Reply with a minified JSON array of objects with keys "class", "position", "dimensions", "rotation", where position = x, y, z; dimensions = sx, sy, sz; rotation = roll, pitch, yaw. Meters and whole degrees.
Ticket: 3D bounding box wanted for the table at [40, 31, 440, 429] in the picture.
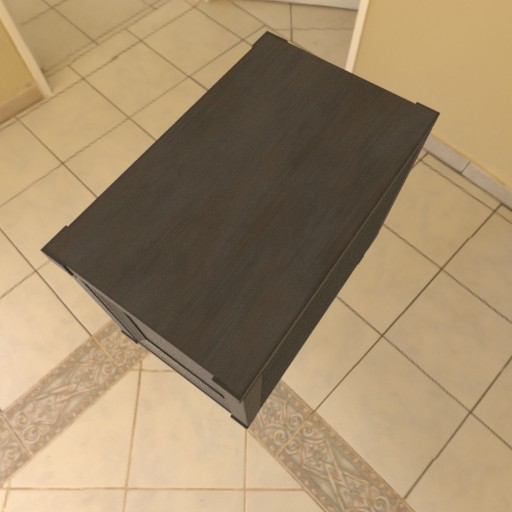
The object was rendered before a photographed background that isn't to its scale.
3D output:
[{"class":"table","position":[0.000,0.000,1.094],"dimensions":[0.413,0.660,0.660],"rotation":[33,68,15]}]
